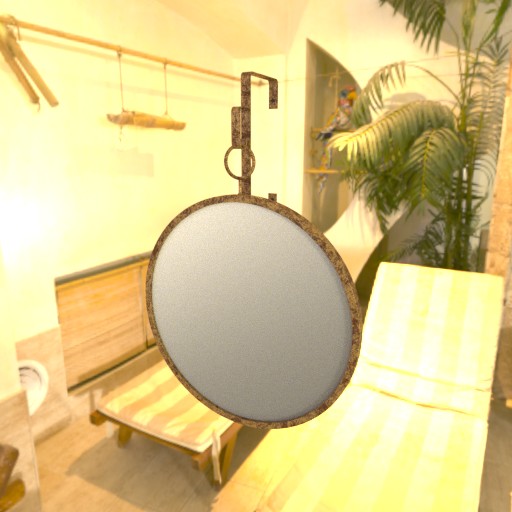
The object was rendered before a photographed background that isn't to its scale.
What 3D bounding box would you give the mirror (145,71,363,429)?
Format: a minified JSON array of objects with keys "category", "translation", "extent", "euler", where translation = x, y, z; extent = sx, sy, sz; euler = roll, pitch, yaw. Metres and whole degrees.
[{"category":"mirror","translation":[0.000,0.000,0.848],"extent":[0.447,0.651,0.144],"euler":[7,15,27]}]
